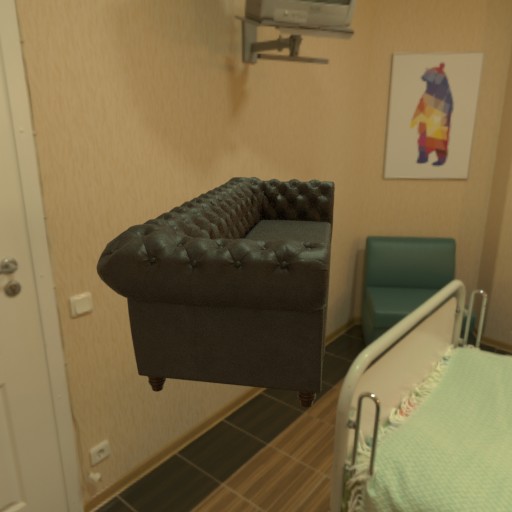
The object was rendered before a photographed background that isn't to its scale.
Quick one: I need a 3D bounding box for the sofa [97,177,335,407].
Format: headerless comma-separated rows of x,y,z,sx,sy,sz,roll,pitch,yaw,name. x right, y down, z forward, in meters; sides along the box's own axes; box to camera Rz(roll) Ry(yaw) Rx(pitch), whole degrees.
0.000,0.000,2.819,0.944,0.783,2.385,3,16,10,sofa
